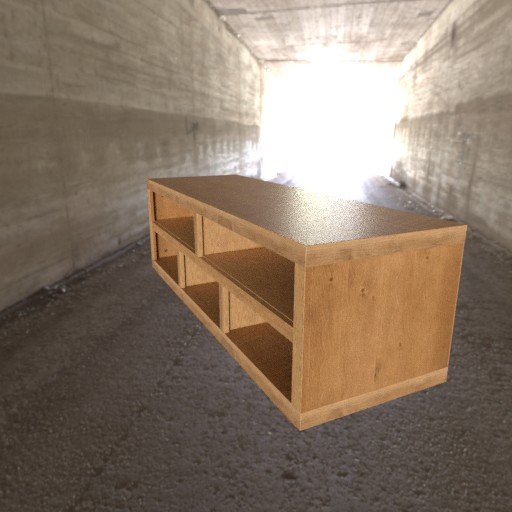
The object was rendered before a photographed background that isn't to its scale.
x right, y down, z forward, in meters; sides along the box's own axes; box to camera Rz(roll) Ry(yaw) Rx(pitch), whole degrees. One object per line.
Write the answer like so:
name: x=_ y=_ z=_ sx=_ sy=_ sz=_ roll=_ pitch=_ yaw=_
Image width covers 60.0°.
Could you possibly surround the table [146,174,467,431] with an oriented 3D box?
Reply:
table: x=0.000 y=0.000 z=1.767 sx=0.499 sy=0.491 sz=1.499 roll=-8 pitch=18 yaw=-25
